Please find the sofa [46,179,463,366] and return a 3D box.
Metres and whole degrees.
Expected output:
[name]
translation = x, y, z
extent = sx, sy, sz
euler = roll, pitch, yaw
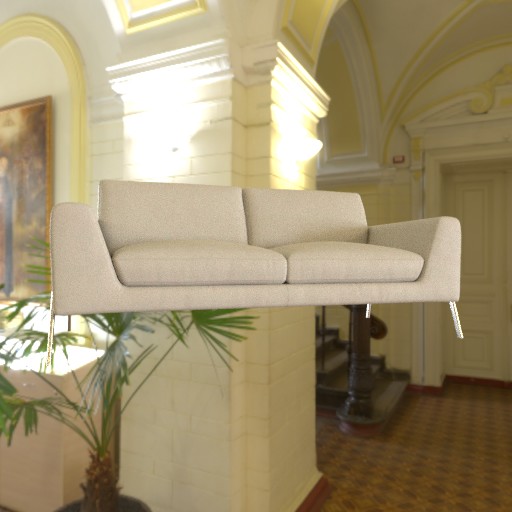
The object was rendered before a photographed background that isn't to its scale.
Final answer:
[sofa]
translation = 0.000, 0.000, 2.478
extent = 2.017, 0.875, 0.953
euler = 0, -1, -18
